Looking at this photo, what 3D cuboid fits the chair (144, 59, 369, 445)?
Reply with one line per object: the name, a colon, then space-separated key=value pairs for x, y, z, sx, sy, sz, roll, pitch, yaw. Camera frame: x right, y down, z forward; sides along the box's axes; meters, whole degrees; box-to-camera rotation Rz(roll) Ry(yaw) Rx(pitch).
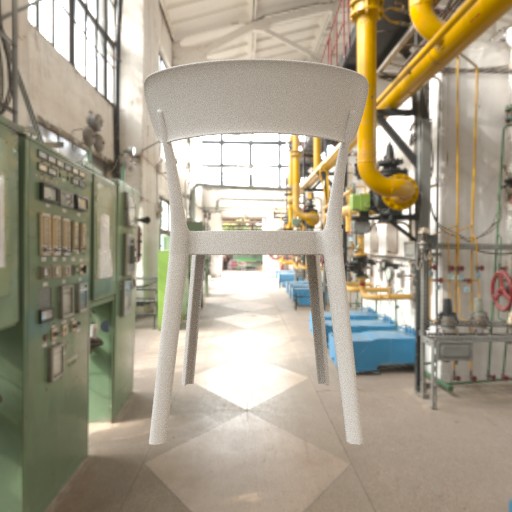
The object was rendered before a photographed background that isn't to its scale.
chair: x=0.000 y=0.000 z=1.119 sx=0.506 sy=0.790 sz=0.491 roll=0 pitch=1 yaw=0
